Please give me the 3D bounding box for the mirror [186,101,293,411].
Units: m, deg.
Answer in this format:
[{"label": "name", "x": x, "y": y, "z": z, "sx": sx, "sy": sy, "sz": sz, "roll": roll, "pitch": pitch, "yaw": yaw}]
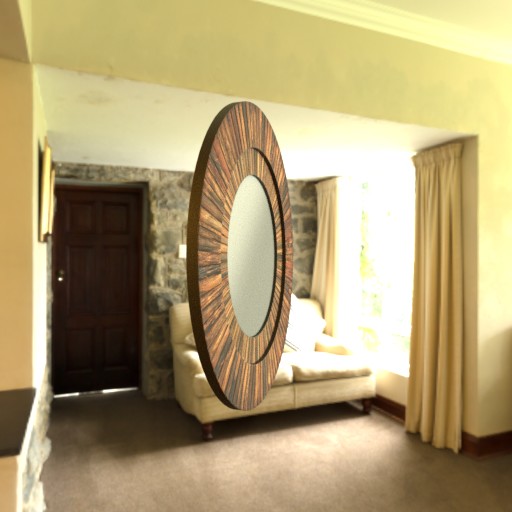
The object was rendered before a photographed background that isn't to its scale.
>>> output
[{"label": "mirror", "x": 0.000, "y": 0.000, "z": 1.631, "sx": 0.036, "sy": 1.077, "sz": 1.077, "roll": 0, "pitch": 0, "yaw": 18}]
